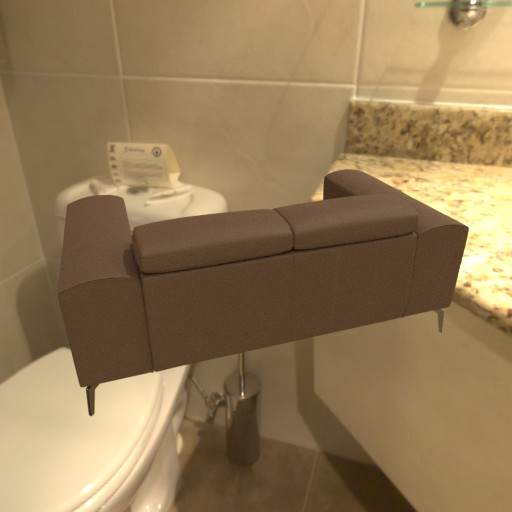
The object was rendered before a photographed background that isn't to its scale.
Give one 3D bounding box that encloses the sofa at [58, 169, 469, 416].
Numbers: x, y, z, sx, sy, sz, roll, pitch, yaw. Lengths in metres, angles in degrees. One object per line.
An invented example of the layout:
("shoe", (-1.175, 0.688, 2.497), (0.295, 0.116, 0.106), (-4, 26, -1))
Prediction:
("sofa", (0.000, 0.000, 2.399), (1.895, 0.779, 1.003), (-9, 29, -17))
